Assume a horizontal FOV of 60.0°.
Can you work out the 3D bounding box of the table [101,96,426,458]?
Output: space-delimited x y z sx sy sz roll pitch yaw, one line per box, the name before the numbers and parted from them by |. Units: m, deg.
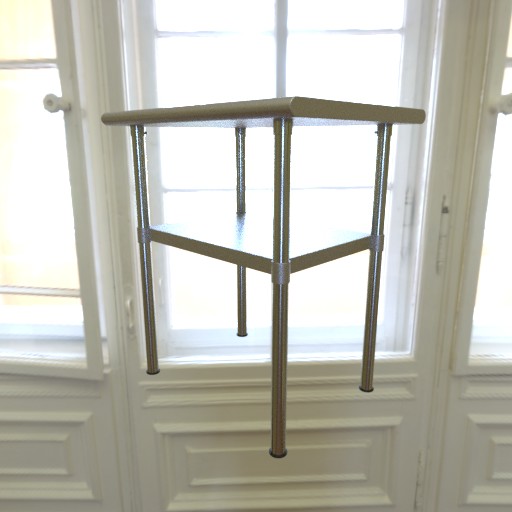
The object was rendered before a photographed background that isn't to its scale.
table | 0.000 0.000 1.407 0.762 0.876 0.584 14 20 43
